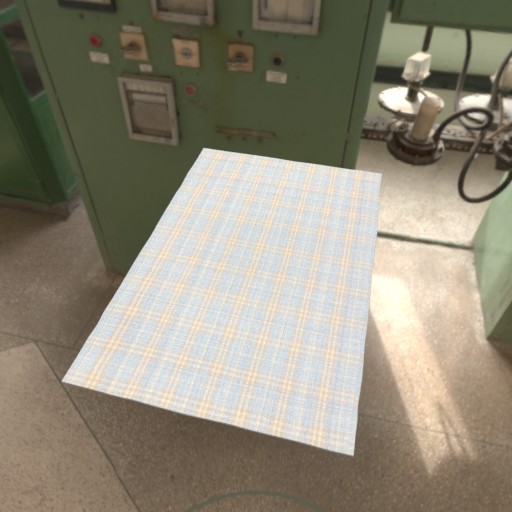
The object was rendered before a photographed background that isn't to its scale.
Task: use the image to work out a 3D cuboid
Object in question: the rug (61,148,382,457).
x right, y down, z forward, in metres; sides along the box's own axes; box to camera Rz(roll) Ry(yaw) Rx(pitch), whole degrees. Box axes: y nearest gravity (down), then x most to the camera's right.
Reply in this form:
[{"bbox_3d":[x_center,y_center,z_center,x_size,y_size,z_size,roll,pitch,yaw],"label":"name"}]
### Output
[{"bbox_3d":[0.000,0.000,2.367,1.231,0.012,1.835,11,47,10],"label":"rug"}]
